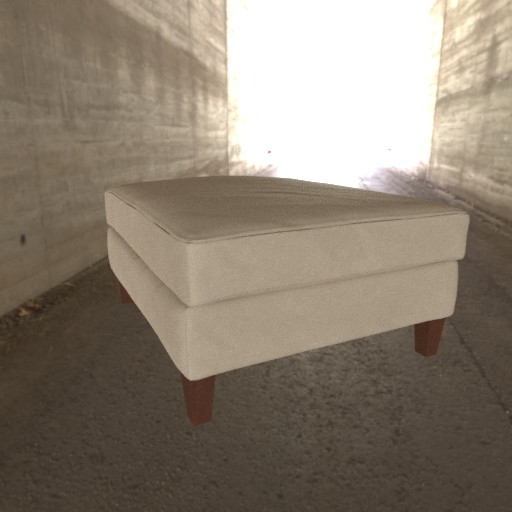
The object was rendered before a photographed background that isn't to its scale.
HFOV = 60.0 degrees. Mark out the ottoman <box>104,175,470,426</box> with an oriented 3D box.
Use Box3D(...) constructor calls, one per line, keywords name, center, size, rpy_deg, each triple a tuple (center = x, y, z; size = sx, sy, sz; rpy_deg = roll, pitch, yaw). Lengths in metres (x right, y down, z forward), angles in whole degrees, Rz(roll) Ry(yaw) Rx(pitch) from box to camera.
Box3D(name="ottoman", center=(0.000, 0.000, 1.490), size=(0.836, 0.492, 1.002), rpy_deg=(-8, 17, -26))
